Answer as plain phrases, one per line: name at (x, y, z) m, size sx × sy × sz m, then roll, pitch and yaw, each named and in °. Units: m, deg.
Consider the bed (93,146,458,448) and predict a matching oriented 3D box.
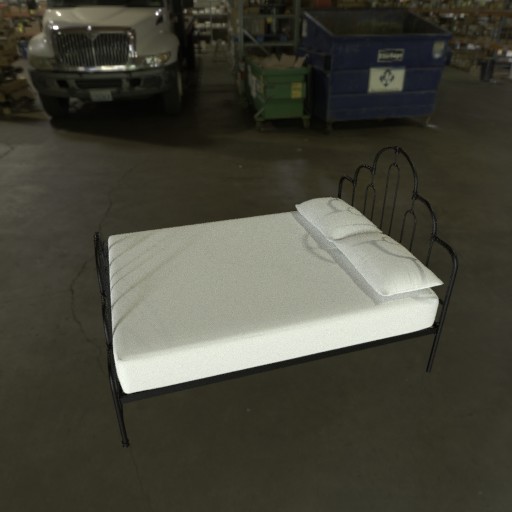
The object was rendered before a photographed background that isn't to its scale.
bed at (0.000, 0.000, 3.266) m, size 2.181 × 1.444 × 1.626 m, roll -9°, pitch 31°, yaw -15°
